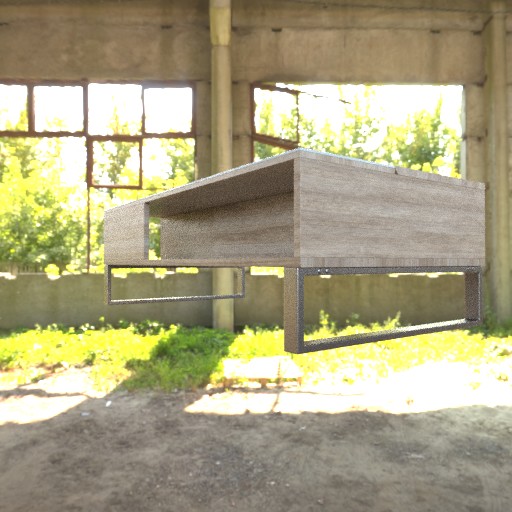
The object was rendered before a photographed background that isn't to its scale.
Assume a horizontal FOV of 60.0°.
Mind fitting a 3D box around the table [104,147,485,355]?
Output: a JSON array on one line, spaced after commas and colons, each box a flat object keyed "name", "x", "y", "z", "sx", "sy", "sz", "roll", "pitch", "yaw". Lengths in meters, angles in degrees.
[{"name": "table", "x": 0.000, "y": 0.000, "z": 1.363, "sx": 0.600, "sy": 0.350, "sz": 1.100, "roll": 1, "pitch": -1, "yaw": -35}]
